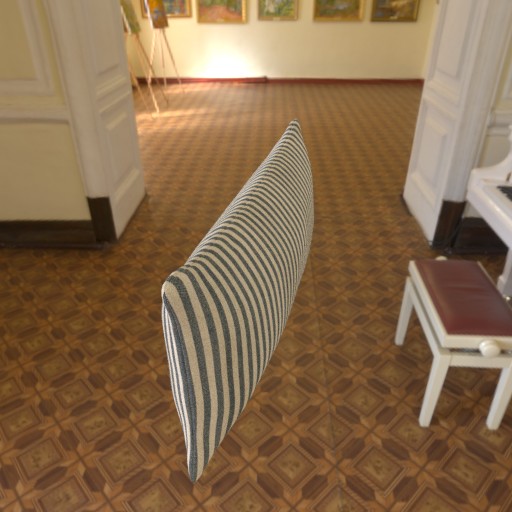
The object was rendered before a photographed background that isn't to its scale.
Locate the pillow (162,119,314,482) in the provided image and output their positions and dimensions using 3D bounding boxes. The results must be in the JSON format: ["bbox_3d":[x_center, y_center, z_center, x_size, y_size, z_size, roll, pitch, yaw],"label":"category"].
[{"bbox_3d":[0.000,0.000,0.716,0.151,0.295,0.617,8,32,13],"label":"pillow"}]
